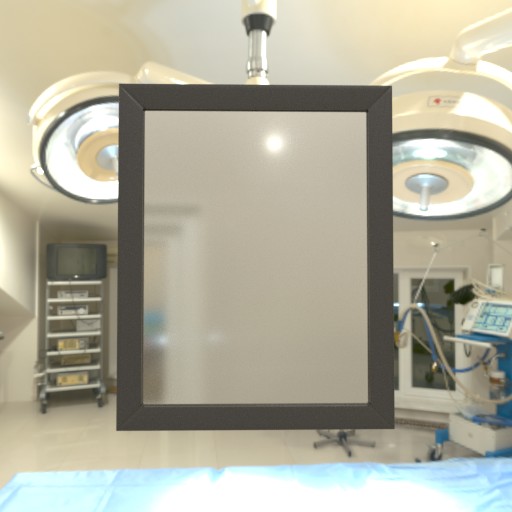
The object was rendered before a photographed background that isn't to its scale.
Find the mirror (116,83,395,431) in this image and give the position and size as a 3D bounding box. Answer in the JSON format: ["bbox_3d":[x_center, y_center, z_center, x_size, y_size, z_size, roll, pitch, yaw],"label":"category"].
[{"bbox_3d":[0.000,0.000,0.671,0.405,0.508,0.041,0,-1,-1],"label":"mirror"}]
